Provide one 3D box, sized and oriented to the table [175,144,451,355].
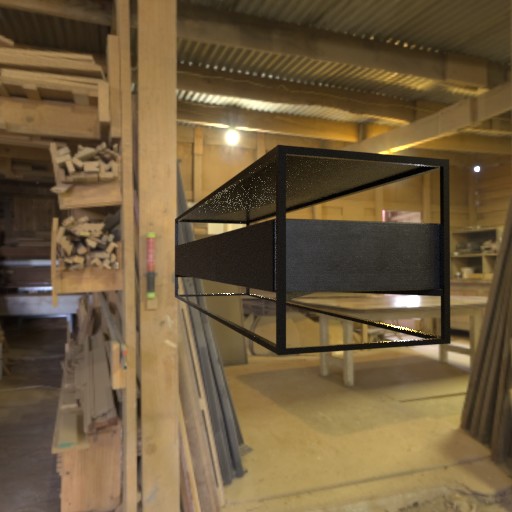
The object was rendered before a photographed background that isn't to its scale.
[{"bbox_3d":[0.000,0.000,1.598,0.399,0.395,1.486,0,-1,-18],"label":"table"}]
